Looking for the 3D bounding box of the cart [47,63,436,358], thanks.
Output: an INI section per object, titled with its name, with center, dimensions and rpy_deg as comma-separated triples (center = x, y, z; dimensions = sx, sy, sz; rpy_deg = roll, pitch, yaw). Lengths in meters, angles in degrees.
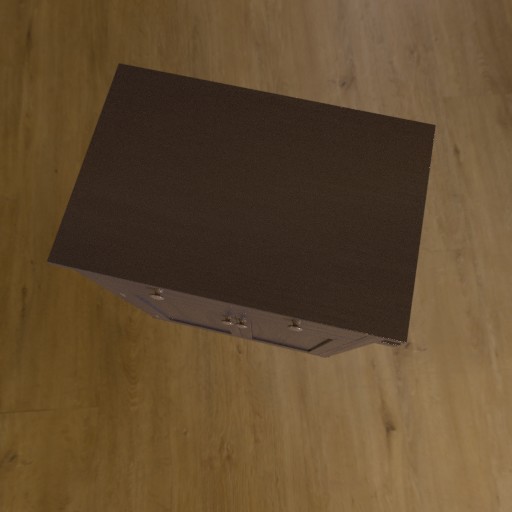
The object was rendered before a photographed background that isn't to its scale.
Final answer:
[cart]
center = 0.000, 0.000, 1.264
dimensions = 0.690, 0.878, 0.449
rpy_deg = 12, 75, 3
